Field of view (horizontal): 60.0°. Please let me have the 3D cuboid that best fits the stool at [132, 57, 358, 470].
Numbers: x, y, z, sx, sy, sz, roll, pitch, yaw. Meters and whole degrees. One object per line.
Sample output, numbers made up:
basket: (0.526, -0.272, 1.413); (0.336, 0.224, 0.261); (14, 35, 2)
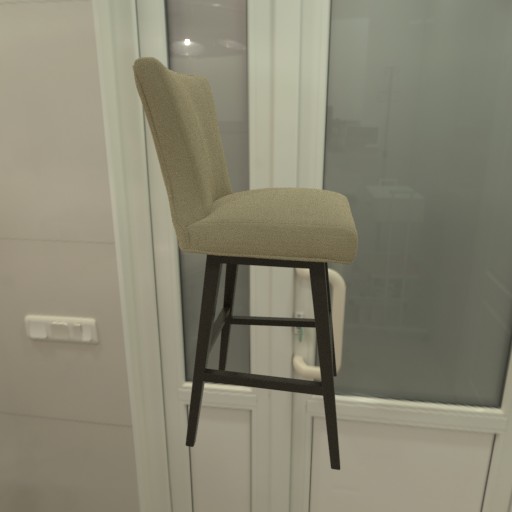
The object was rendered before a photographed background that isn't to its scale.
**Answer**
stool: (0.000, 0.000, 1.373); (0.574, 1.086, 0.514); (3, 17, 8)
